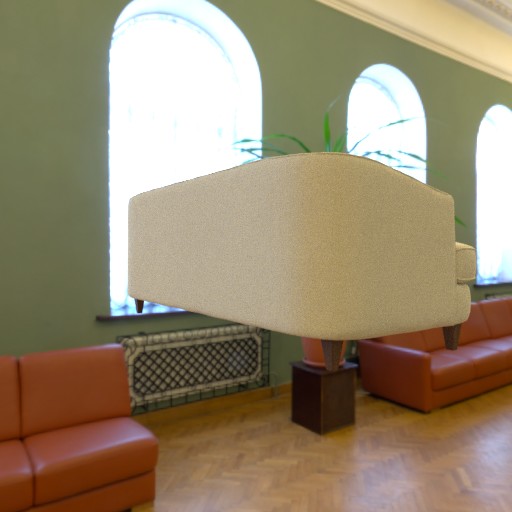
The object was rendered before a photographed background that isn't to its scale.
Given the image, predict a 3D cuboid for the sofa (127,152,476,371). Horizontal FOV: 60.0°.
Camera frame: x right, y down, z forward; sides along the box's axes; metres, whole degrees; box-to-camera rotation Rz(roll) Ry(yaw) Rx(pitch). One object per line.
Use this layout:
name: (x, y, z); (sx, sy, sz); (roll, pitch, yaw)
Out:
sofa: (0.000, 0.000, 2.692); (0.941, 0.855, 2.278); (0, 1, -36)
